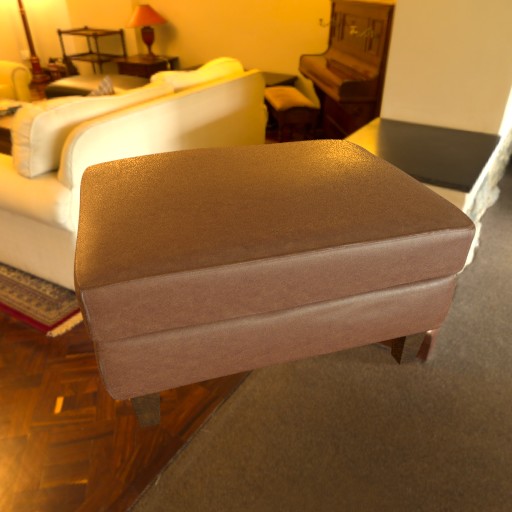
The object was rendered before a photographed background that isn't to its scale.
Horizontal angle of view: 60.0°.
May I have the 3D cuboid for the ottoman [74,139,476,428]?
[{"bbox_3d":[0.000,0.000,1.211,0.851,0.485,0.650,-9,33,-14],"label":"ottoman"}]
